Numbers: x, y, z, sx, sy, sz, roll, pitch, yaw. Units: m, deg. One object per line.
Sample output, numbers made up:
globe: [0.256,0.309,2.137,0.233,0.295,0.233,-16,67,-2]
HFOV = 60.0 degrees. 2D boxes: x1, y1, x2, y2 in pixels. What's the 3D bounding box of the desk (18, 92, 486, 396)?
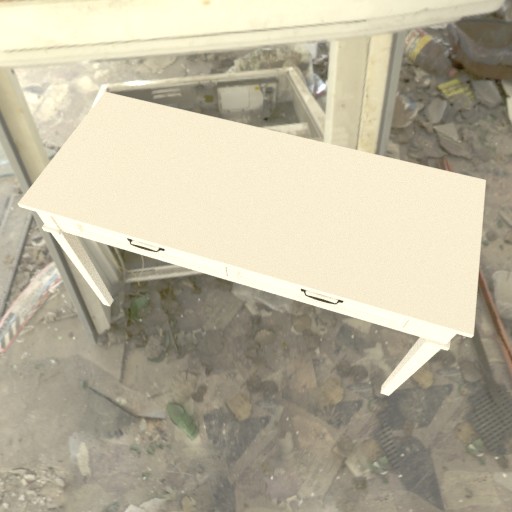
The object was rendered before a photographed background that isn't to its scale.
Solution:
desk: [0.000,0.000,1.727,1.372,0.774,0.559,16,60,10]
